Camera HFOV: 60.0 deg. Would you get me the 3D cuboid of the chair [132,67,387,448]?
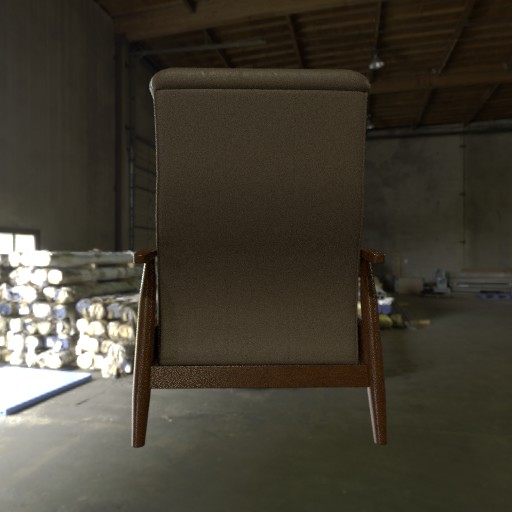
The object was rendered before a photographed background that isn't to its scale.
[{"bbox_3d":[0.000,0.000,1.750,0.762,1.082,1.014,0,0,-2],"label":"chair"}]
